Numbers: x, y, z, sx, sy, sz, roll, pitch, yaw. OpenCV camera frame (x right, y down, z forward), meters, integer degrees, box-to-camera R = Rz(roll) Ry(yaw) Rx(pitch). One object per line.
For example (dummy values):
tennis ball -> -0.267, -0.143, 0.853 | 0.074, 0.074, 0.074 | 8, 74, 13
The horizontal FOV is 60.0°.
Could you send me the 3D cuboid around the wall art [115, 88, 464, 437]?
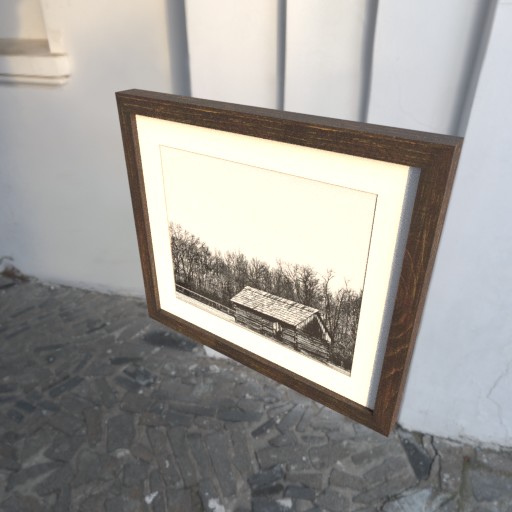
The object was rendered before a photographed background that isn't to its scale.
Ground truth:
wall art -> 0.000, 0.000, 0.518 | 0.381, 0.330, 0.031 | 19, 35, 29
